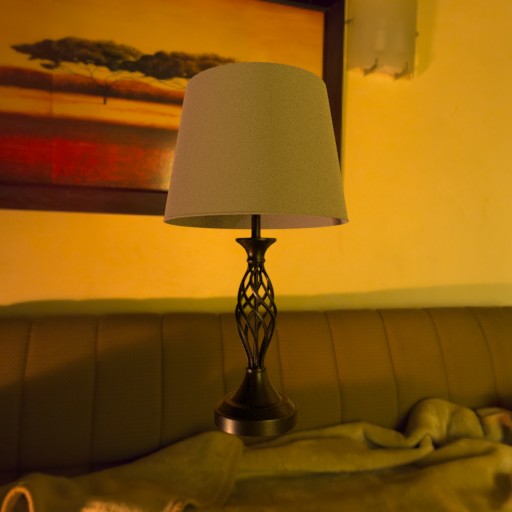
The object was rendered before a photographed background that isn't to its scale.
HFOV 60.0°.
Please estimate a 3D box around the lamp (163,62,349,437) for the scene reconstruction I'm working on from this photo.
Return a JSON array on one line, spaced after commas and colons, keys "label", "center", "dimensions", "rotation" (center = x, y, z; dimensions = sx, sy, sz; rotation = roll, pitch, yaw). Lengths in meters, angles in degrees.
[{"label": "lamp", "center": [0.000, 0.000, 0.804], "dimensions": [0.331, 0.594, 0.331], "rotation": [0, 0, 0]}]
